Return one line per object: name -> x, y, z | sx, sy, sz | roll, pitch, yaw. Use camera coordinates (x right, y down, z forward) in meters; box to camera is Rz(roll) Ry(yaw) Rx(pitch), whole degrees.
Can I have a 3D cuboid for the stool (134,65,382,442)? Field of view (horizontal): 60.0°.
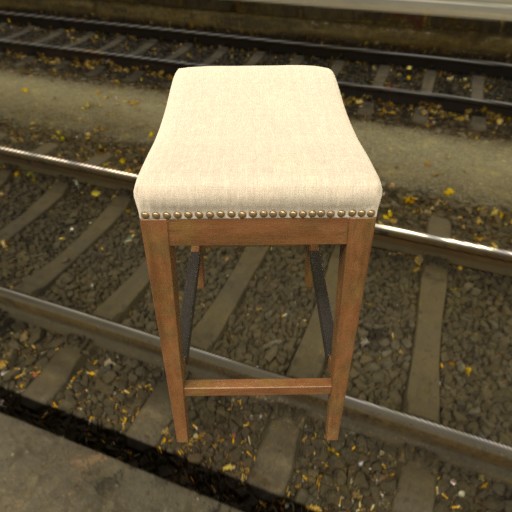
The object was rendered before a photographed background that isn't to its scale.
stool -> 0.000, 0.000, 0.963 | 0.356, 0.660, 0.508 | -1, 41, -1
